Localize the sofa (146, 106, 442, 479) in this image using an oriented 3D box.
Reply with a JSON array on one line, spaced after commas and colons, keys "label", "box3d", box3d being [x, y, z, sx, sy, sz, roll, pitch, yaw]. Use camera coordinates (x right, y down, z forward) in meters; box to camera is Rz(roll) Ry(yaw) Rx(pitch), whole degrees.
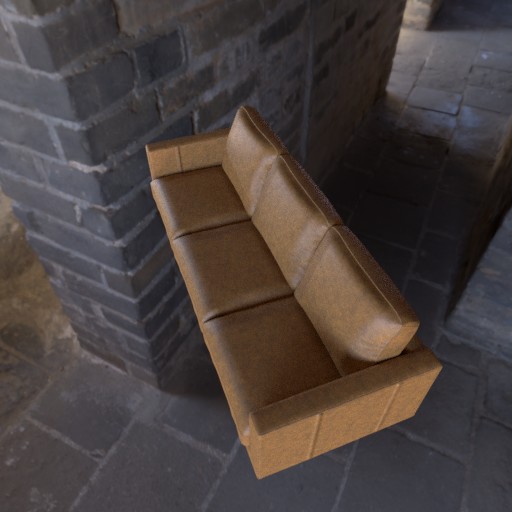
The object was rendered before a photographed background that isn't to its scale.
[{"label": "sofa", "box3d": [0.000, 0.000, 2.704, 0.903, 0.930, 2.231, -16, 48, -14]}]
